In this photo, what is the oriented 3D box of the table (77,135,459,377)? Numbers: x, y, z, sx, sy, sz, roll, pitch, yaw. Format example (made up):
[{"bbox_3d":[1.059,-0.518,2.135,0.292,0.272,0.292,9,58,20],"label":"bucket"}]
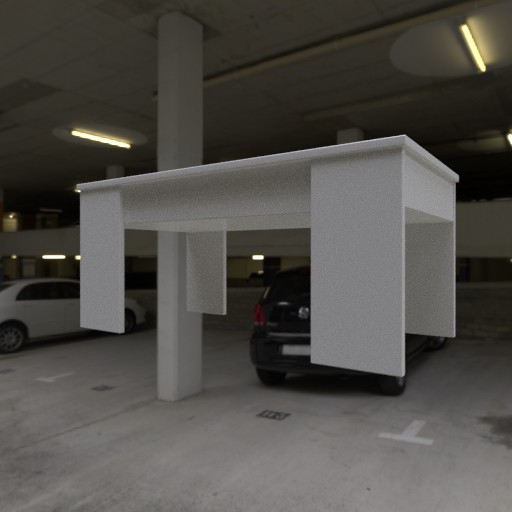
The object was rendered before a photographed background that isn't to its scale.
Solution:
[{"bbox_3d":[0.000,0.000,1.289,1.000,0.440,0.500,0,0,35],"label":"table"}]
